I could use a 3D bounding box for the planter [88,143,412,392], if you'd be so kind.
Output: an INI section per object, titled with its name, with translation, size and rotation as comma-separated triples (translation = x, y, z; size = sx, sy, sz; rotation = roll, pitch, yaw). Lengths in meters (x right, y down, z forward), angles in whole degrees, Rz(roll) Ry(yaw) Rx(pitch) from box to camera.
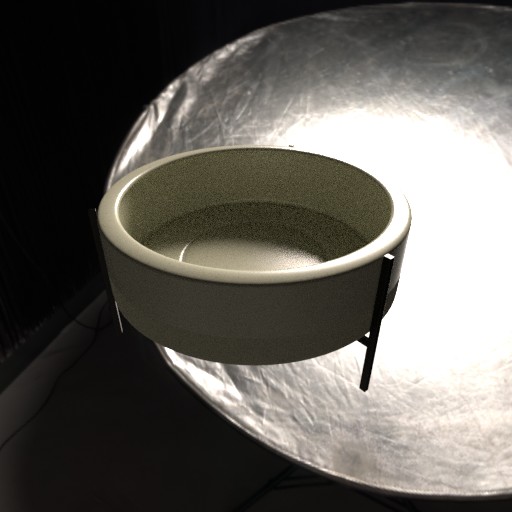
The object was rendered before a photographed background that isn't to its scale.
[planter]
translation = 0.000, 0.000, 0.539
size = 0.336, 0.171, 0.345
rotation = 10, 34, 14
